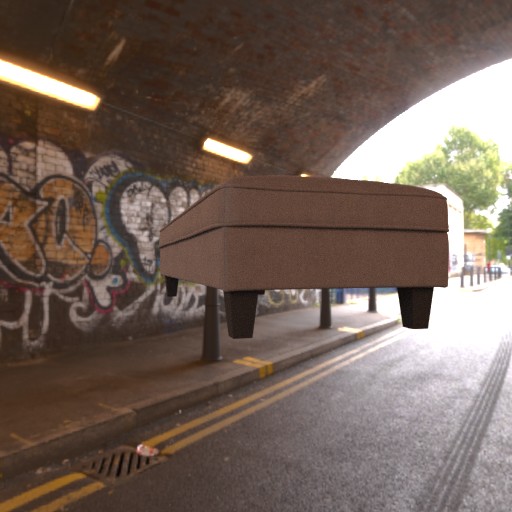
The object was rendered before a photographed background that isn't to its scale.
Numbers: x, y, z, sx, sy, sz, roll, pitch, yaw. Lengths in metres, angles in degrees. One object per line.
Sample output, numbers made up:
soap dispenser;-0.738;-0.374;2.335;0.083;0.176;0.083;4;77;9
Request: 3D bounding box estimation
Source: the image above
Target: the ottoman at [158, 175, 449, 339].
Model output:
ottoman;0.000;0.000;2.052;0.751;0.470;1.764;0;-1;-17
